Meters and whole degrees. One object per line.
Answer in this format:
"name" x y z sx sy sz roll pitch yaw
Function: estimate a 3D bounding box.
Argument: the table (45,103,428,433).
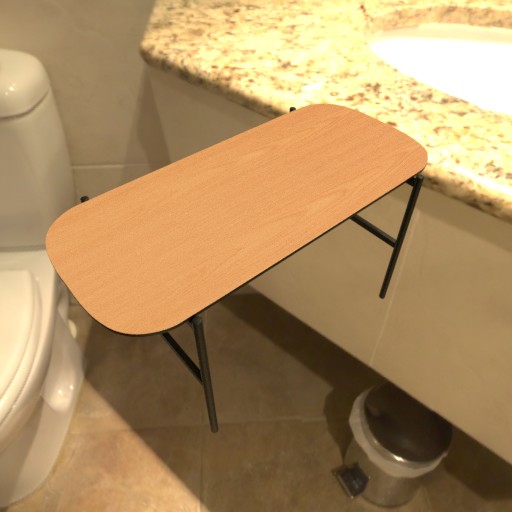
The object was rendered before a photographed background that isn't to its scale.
"table" 0.000 0.000 1.036 0.800 0.400 0.400 -31 53 -27
